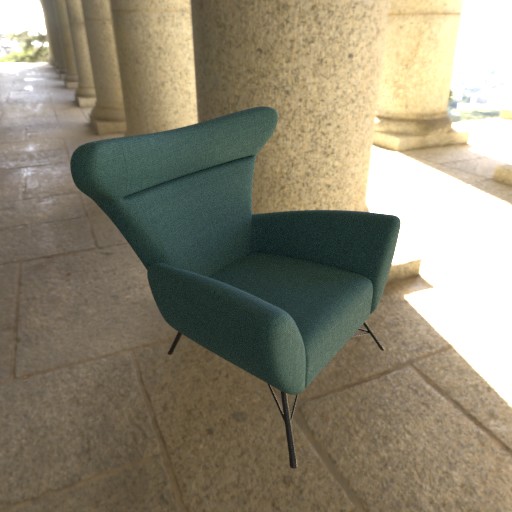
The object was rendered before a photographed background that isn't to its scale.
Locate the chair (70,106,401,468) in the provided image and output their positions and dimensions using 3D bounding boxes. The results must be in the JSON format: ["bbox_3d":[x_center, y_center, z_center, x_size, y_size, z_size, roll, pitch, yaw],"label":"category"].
[{"bbox_3d":[0.000,0.000,1.751,0.900,0.980,1.050,18,32,32],"label":"chair"}]
